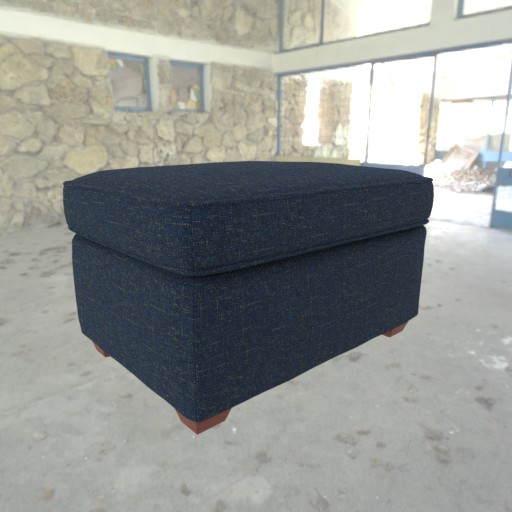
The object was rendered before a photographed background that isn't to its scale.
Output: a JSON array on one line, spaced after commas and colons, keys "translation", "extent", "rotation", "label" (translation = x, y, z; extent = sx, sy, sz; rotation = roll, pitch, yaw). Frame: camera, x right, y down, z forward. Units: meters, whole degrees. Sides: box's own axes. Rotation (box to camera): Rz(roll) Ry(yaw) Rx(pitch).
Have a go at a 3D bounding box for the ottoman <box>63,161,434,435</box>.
[{"translation": [0.000, 0.000, 1.082], "extent": [0.749, 0.450, 0.549], "rotation": [-12, 19, -40], "label": "ottoman"}]
